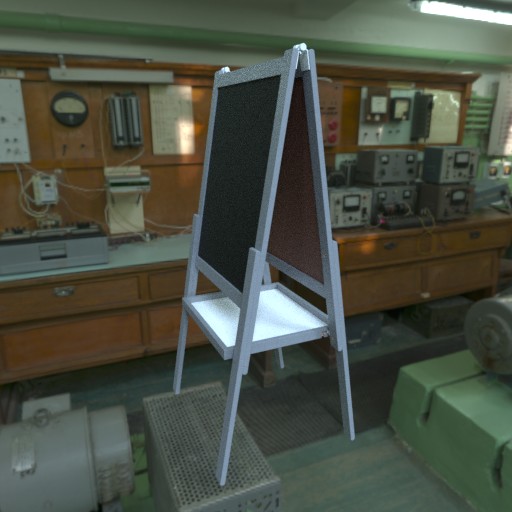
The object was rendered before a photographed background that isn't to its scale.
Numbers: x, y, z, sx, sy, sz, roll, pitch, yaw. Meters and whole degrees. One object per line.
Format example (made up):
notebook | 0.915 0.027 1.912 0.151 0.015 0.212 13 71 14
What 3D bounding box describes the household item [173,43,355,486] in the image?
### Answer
household item | 0.000 0.000 1.424 0.469 1.172 0.531 -7 18 -24
